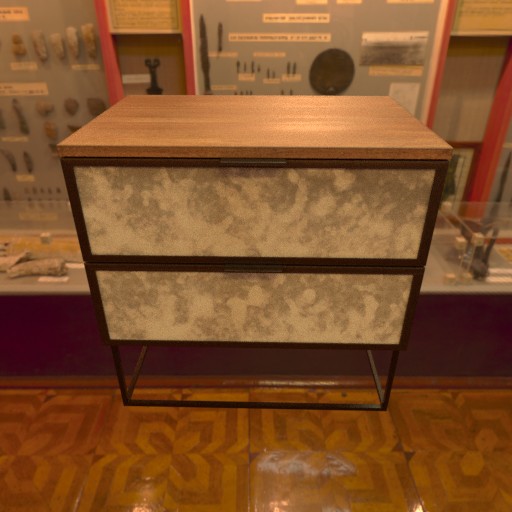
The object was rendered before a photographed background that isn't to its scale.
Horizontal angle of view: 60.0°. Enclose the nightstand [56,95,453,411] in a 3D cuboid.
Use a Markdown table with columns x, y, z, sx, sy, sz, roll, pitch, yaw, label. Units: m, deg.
| x | y | z | sx | sy | sz | roll | pitch | yaw | label |
| --- | --- | --- | --- | --- | --- | --- | --- | --- | --- |
| 0.000 | 0.000 | 0.994 | 0.605 | 0.611 | 0.427 | 1 | 30 | 1 | nightstand |
